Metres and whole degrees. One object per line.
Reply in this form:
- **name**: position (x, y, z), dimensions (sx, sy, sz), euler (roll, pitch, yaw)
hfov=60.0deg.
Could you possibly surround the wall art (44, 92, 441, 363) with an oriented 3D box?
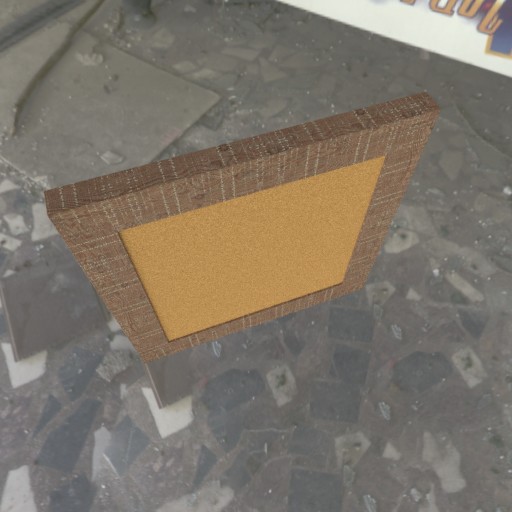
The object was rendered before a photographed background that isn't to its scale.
- **wall art**: position (0.000, 0.000, 0.798), dimensions (0.531, 0.531, 0.040), euler (-17, 60, -11)
